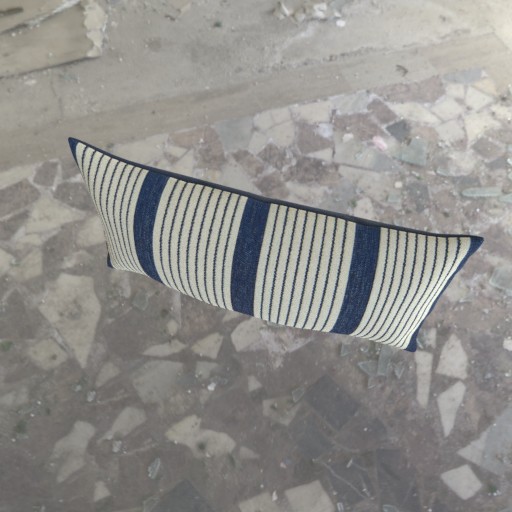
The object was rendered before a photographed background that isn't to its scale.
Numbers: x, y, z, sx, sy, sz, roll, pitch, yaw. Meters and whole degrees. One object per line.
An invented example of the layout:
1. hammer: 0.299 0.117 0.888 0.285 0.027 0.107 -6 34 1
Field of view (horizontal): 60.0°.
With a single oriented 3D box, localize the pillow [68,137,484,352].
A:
1. pillow: 0.000 0.000 0.725 0.608 0.292 0.156 15 60 9
